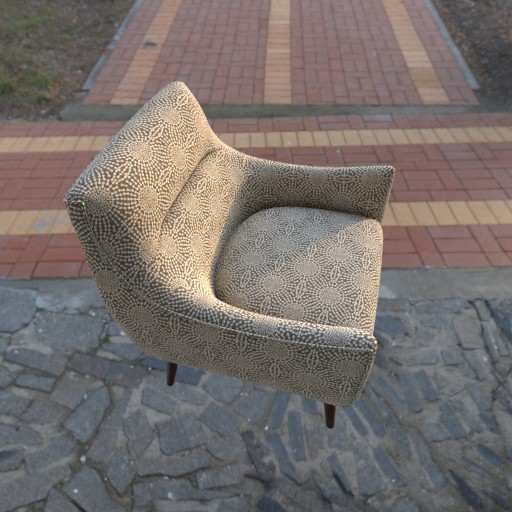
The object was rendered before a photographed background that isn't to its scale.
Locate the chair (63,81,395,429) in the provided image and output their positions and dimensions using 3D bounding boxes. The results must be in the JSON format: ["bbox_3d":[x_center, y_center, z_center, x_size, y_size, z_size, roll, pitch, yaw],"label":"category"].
[{"bbox_3d":[0.000,0.000,1.422,0.787,0.838,0.762,11,47,11],"label":"chair"}]
